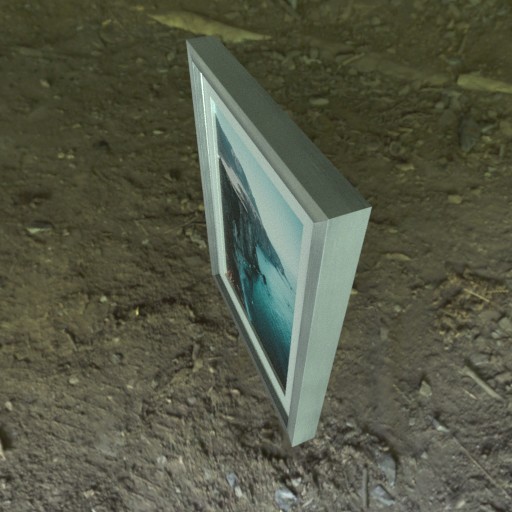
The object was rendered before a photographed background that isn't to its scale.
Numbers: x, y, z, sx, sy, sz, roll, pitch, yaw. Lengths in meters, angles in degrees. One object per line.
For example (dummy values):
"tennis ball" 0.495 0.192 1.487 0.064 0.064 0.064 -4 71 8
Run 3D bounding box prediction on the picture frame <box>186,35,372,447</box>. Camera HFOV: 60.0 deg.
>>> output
"picture frame" 0.000 0.000 0.751 0.046 0.555 0.449 -17 49 -15
